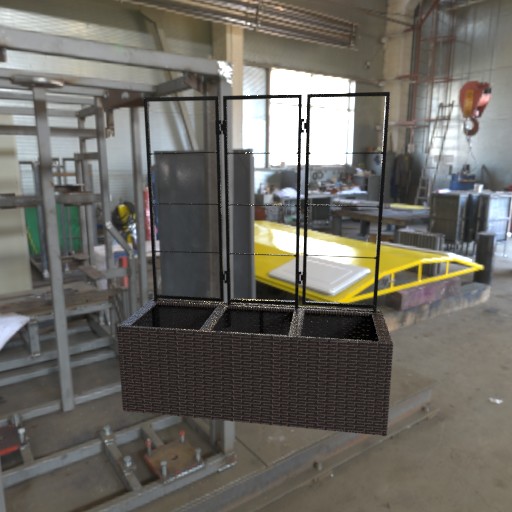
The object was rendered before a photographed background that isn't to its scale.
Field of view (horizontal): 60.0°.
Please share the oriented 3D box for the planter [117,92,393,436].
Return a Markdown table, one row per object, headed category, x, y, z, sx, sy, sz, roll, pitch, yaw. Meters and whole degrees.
| category | x | y | z | sx | sy | sz | roll | pitch | yaw |
| --- | --- | --- | --- | --- | --- | --- | --- | --- | --- |
| planter | 0.000 | 0.000 | 1.180 | 0.699 | 0.841 | 0.244 | 2 | 12 | 9 |
